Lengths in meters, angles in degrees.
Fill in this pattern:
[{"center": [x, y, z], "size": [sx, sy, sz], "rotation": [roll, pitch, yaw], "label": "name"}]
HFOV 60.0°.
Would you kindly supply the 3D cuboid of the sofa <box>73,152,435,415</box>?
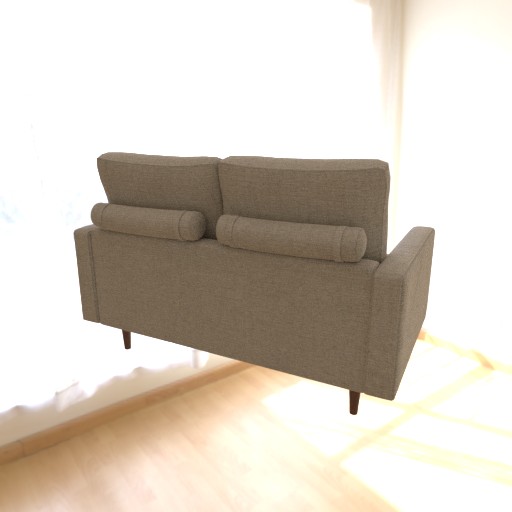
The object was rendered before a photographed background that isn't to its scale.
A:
[{"center": [0.000, 0.000, 1.978], "size": [1.407, 0.907, 0.842], "rotation": [8, 18, 26], "label": "sofa"}]
